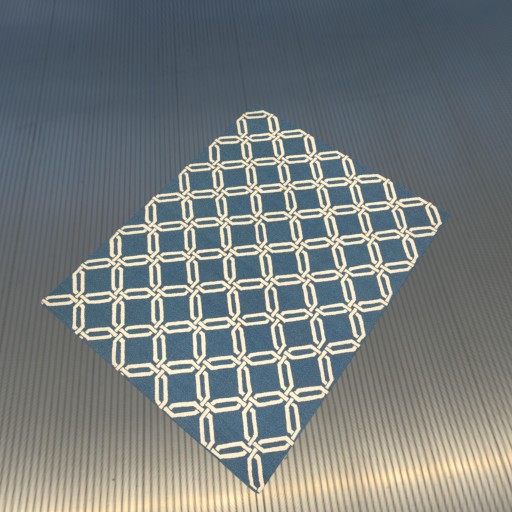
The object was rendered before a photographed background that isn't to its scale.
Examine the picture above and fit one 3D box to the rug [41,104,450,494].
[{"bbox_3d":[0.000,0.000,3.840,2.277,0.020,2.867,35,67,17],"label":"rug"}]
